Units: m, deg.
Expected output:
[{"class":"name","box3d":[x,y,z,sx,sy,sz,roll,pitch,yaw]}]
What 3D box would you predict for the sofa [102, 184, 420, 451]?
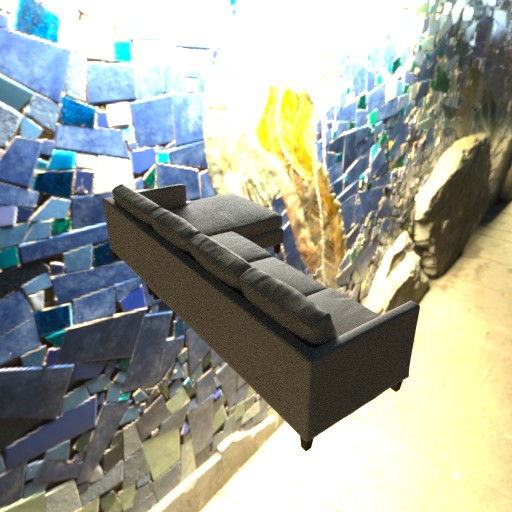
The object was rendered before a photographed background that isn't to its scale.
[{"class":"sofa","box3d":[0.000,0.000,3.933,1.625,0.846,3.186,-18,31,-32]}]
